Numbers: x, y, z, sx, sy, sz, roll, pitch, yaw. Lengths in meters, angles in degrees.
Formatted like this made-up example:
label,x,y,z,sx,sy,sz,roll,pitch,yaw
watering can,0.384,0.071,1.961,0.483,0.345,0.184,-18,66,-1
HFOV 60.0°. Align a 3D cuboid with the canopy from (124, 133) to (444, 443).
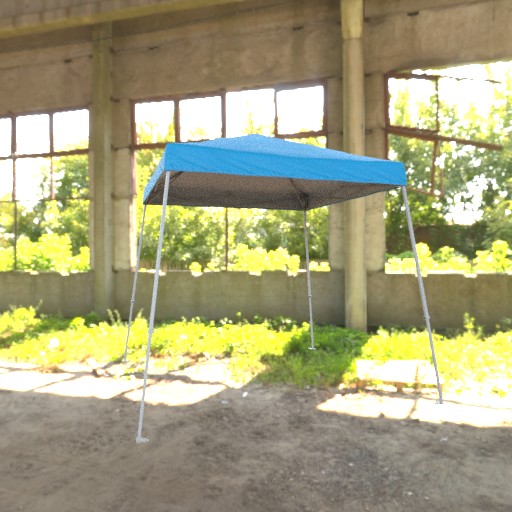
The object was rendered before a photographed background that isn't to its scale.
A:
label,x,y,z,sx,sy,sz,roll,pitch,yaw
canopy,0.000,0.000,6.506,3.599,3.600,3.600,0,-1,-19
